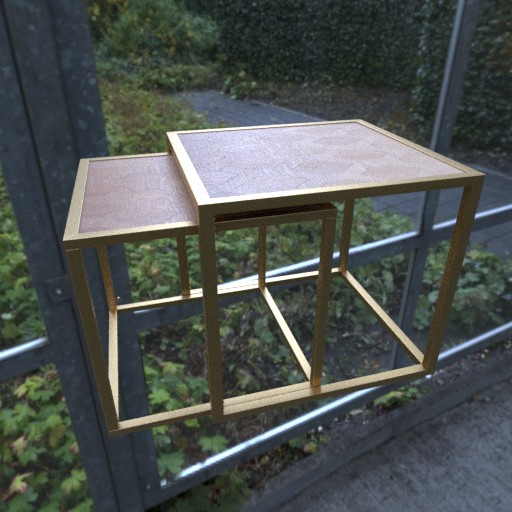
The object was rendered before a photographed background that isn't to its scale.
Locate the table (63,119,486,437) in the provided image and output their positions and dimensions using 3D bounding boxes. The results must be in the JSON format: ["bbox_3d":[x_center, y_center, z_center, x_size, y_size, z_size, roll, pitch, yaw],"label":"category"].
[{"bbox_3d":[0.000,0.000,1.077,0.762,0.505,0.505,-8,30,-14],"label":"table"}]
